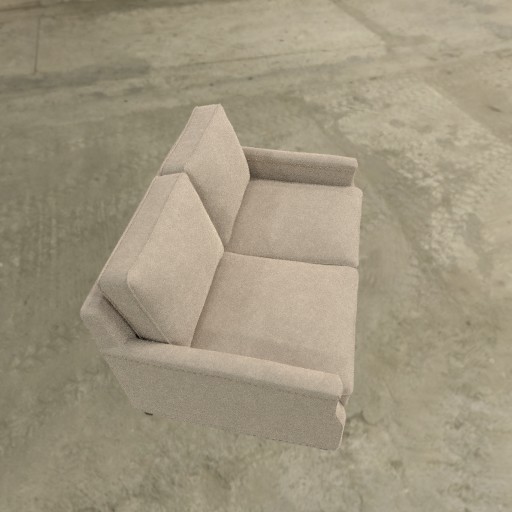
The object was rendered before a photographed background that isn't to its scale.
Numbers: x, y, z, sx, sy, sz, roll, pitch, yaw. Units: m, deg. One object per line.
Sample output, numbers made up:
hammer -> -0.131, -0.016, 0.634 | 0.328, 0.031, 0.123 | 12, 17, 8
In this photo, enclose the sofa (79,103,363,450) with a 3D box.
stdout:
sofa -> 0.000, 0.000, 2.336 | 1.084, 1.002, 1.597 | 8, 47, 8
